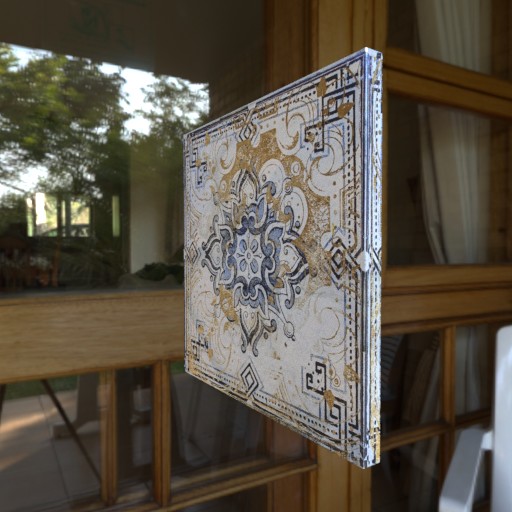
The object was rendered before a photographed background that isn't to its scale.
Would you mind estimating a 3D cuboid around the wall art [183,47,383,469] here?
[{"bbox_3d":[0.000,0.000,0.897,0.036,0.607,0.609,-1,2,-34],"label":"wall art"}]
